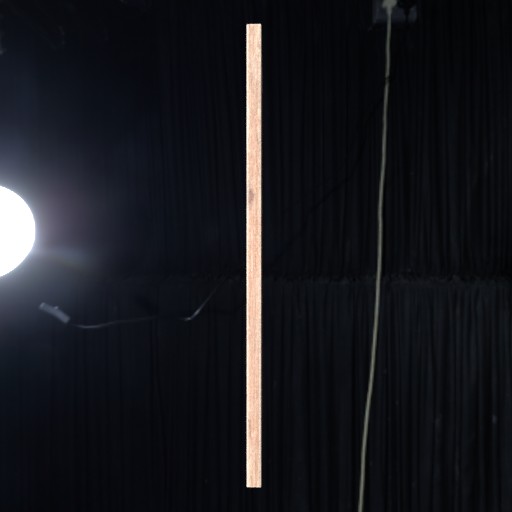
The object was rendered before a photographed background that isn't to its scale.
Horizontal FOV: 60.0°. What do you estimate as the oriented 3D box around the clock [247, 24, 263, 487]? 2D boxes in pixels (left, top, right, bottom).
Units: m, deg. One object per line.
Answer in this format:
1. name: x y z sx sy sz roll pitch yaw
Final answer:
1. clock: 0.000 0.000 1.103 0.030 0.965 0.361 0 1 1
